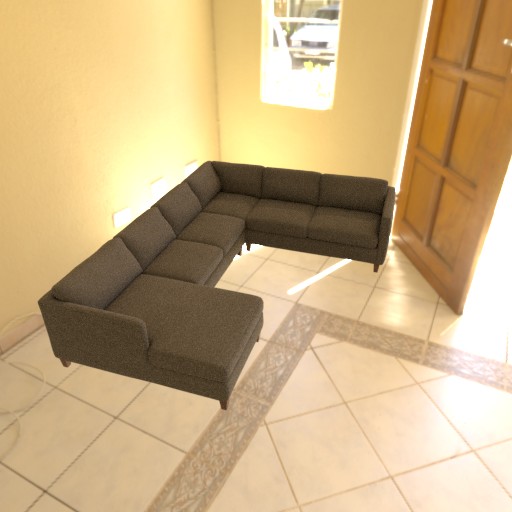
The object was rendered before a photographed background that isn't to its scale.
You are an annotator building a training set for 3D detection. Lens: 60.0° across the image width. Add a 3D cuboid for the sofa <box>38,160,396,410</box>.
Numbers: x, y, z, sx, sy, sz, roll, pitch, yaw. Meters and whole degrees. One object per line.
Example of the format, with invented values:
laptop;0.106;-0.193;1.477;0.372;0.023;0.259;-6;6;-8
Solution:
sofa;0.000;0.000;4.503;2.551;0.853;3.238;10;33;15
